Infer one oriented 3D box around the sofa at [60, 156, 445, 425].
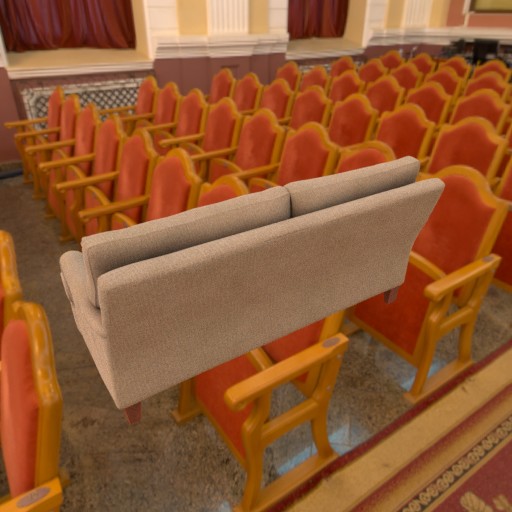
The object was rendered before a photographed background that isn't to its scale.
[{"bbox_3d":[0.000,0.000,2.802,2.193,1.096,1.069,-18,34,-29],"label":"sofa"}]
